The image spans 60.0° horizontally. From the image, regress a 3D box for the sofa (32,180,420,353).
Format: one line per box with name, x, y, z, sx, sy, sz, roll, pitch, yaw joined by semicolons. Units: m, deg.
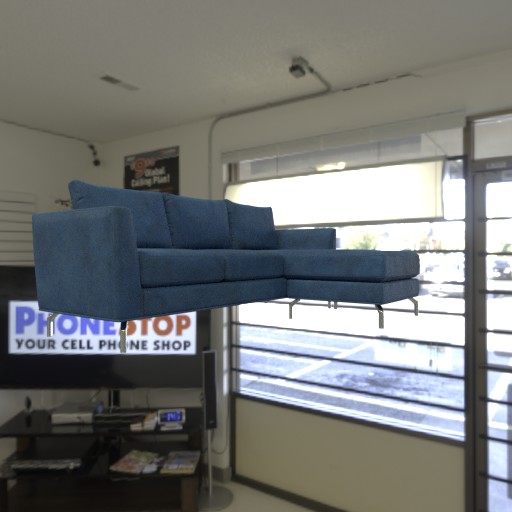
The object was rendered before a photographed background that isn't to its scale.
sofa;0.000;0.000;3.196;1.622;0.987;2.438;0;0;37
